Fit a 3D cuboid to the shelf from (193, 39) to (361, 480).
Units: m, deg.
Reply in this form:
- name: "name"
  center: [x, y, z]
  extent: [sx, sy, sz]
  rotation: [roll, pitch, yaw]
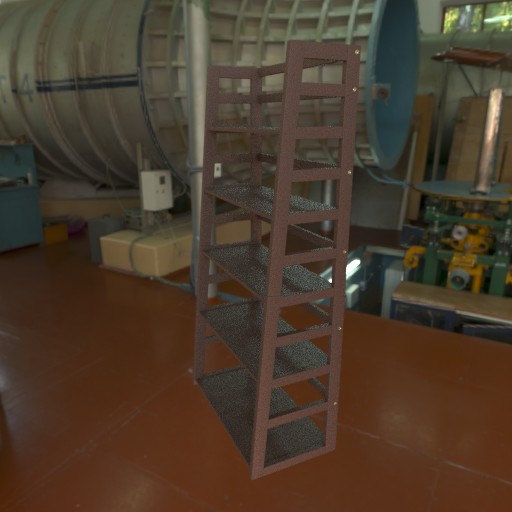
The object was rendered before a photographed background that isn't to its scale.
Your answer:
- name: "shelf"
  center: [0.000, 0.000, 1.932]
  extent: [0.403, 1.600, 0.763]
  rotation: [-8, 19, -24]
